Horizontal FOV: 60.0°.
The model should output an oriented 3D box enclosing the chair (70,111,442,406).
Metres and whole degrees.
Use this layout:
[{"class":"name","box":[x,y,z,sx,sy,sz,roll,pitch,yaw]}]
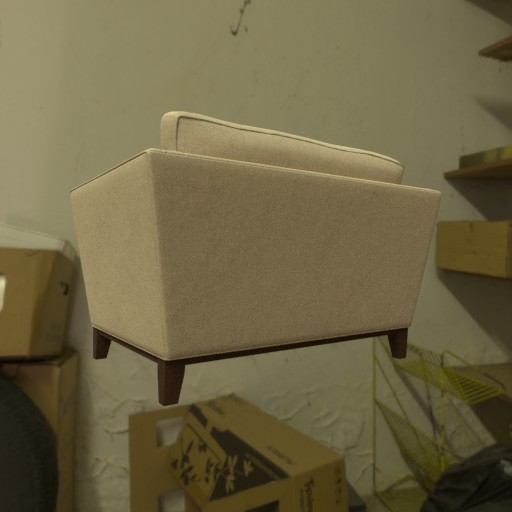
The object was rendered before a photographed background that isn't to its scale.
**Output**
[{"class":"chair","box":[0.000,0.000,2.008,1.397,0.940,0.965,0,0,-35]}]
